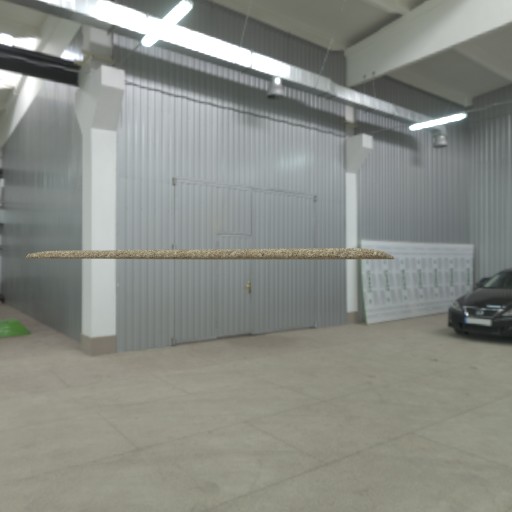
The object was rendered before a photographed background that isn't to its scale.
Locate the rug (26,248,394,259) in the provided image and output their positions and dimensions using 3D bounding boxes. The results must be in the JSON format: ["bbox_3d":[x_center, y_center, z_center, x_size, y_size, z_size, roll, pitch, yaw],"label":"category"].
[{"bbox_3d":[0.000,0.000,3.816,2.242,0.050,2.873,0,-1,18],"label":"rug"}]
